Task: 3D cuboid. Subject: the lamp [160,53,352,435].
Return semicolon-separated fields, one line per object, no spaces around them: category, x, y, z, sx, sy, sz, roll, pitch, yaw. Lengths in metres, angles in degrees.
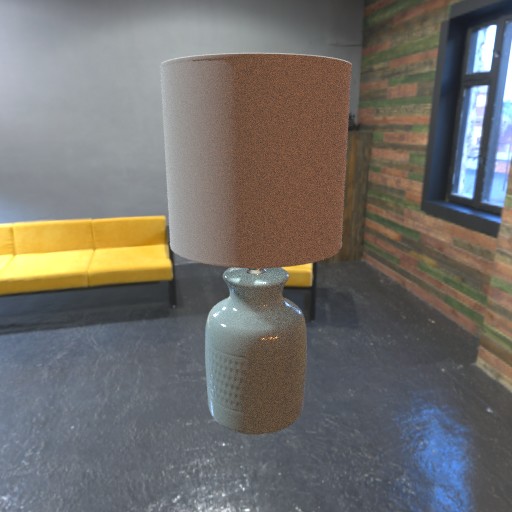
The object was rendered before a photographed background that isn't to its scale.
lamp;0.000;0.000;1.106;0.418;0.871;0.418;-3;17;-10
